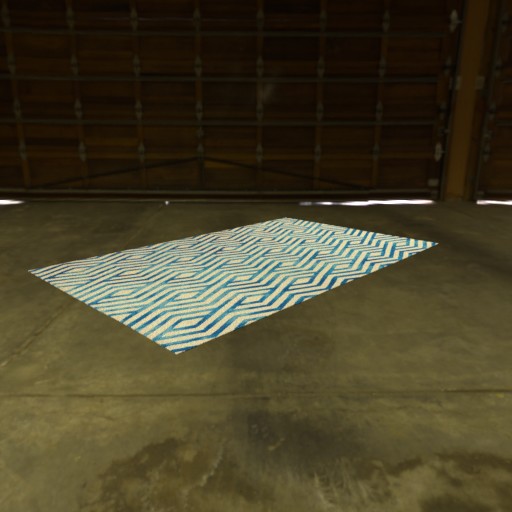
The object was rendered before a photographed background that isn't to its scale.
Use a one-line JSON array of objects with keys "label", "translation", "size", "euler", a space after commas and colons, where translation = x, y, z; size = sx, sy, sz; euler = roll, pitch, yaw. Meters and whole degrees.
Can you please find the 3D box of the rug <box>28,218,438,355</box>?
[{"label": "rug", "translation": [0.000, 0.000, 3.049], "size": [1.531, 0.008, 2.439], "euler": [15, 21, 42]}]
